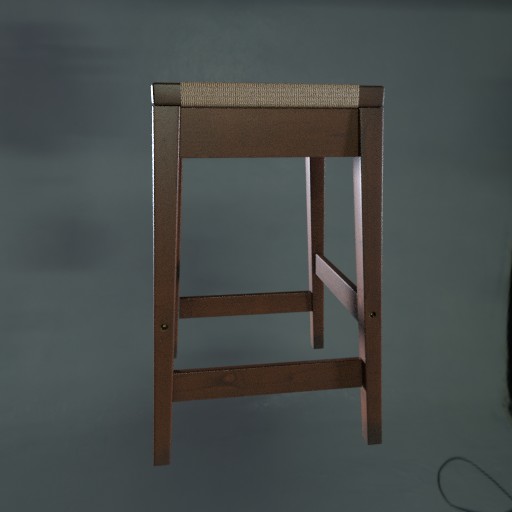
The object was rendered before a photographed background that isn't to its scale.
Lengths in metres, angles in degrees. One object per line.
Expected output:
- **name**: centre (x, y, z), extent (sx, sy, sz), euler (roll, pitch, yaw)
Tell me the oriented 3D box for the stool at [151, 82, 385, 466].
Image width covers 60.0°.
- **stool**: centre (0.000, 0.000, 1.101), extent (0.507, 0.762, 0.497), euler (-2, 16, -8)
